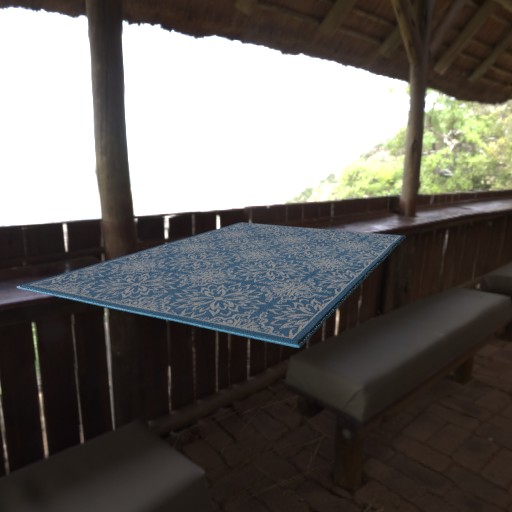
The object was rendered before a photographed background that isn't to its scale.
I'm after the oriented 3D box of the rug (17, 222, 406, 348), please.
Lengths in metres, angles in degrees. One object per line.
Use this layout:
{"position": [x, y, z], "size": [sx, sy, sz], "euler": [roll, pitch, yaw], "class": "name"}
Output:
{"position": [0.000, 0.000, 3.468], "size": [1.830, 0.018, 2.769], "euler": [7, 15, 26], "class": "rug"}
